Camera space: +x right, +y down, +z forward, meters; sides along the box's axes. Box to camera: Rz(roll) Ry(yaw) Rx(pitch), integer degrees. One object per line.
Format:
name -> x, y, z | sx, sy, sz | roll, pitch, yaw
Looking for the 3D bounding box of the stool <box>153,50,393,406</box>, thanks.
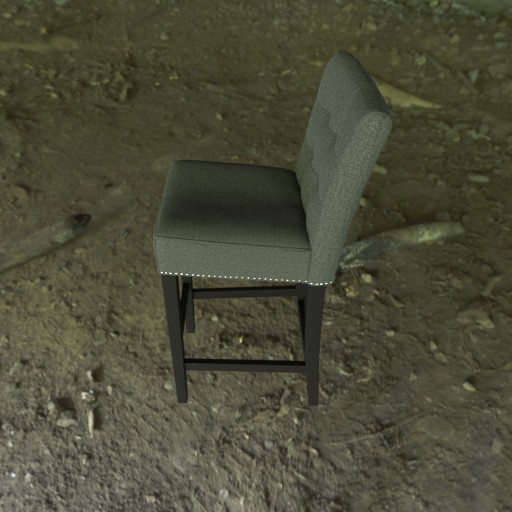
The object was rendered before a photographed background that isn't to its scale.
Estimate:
stool -> 0.000, 0.000, 1.320 | 0.548, 1.047, 0.411 | -1, 41, -1
